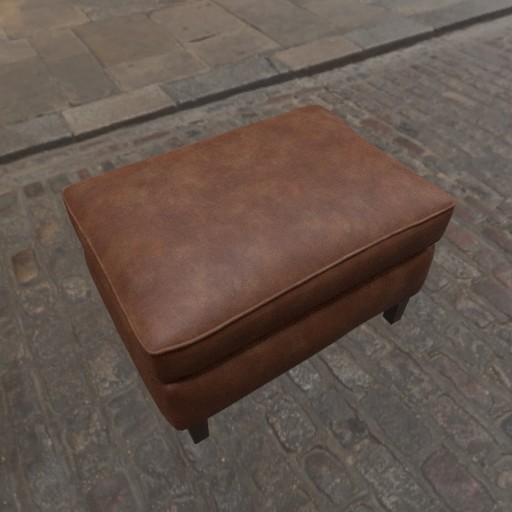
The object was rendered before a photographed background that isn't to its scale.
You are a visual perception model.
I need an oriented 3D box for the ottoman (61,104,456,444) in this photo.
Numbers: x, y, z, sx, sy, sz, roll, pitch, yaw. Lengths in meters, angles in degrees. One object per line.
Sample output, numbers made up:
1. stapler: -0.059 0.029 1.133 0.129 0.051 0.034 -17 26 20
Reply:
1. ottoman: 0.000 0.000 0.997 0.665 0.418 0.501 -25 52 -21
